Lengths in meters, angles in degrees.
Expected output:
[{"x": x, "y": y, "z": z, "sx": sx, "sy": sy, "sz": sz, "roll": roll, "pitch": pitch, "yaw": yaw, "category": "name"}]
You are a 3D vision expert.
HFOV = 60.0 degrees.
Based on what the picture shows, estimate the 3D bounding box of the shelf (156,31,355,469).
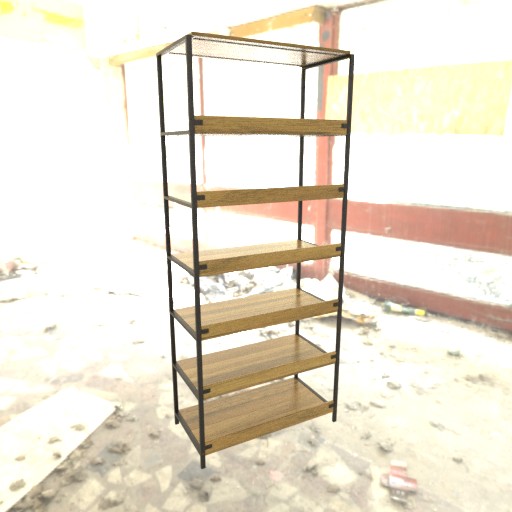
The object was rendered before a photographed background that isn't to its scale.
[{"x": 0.000, "y": 0.000, "z": 2.356, "sx": 0.847, "sy": 2.015, "sz": 0.431, "roll": -7, "pitch": 16, "yaw": -27, "category": "shelf"}]
